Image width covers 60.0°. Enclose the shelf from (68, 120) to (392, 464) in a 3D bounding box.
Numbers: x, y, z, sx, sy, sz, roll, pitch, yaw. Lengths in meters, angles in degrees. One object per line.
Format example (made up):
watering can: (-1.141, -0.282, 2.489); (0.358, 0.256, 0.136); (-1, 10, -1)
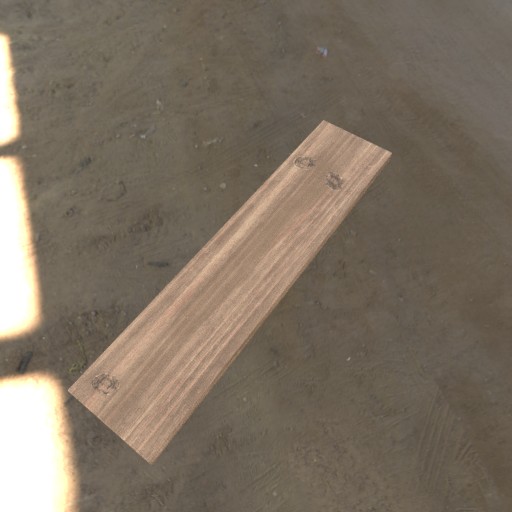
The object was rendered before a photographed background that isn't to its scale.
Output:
shelf: (0.000, 0.000, 0.672); (0.140, 0.020, 0.610); (32, 64, 18)
